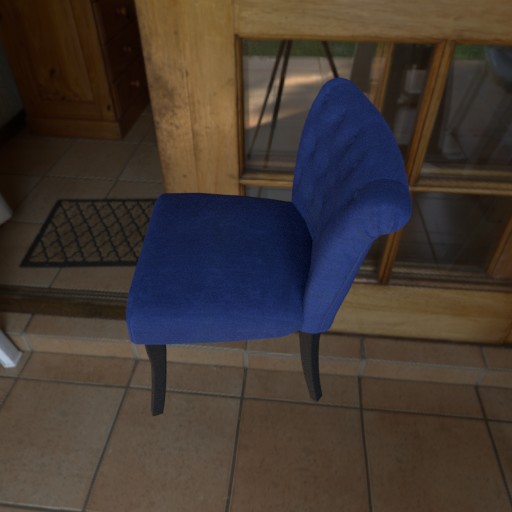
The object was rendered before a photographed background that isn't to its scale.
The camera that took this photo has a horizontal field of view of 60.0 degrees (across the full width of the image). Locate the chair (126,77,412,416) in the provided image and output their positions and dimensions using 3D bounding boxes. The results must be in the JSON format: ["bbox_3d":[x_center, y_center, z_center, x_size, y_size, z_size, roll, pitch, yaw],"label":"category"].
[{"bbox_3d":[0.000,0.000,1.191,0.606,0.753,0.585,0,41,0],"label":"chair"}]
